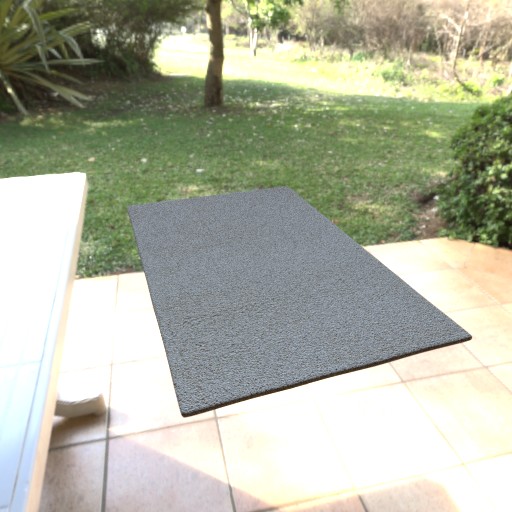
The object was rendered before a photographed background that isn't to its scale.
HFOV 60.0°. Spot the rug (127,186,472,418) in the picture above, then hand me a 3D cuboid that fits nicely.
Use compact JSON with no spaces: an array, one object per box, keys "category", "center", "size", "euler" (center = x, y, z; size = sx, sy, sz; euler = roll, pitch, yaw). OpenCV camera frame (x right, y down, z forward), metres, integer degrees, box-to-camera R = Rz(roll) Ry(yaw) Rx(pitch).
[{"category":"rug","center":[0.000,0.000,3.075],"size":[1.524,0.030,2.438],"euler":[-10,30,-17]}]
